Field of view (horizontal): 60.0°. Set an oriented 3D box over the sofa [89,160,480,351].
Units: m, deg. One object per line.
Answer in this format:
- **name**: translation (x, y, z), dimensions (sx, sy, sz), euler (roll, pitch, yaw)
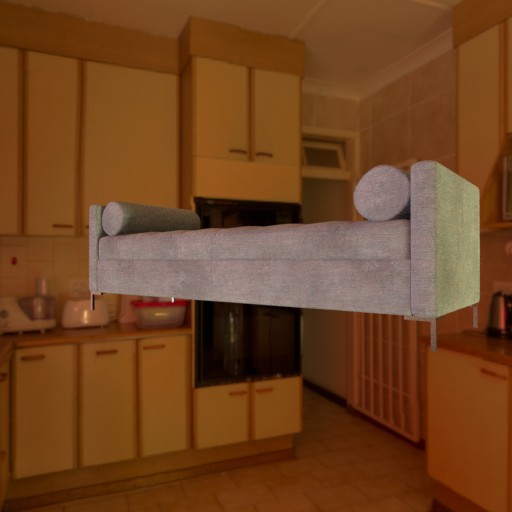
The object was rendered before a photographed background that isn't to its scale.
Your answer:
- **sofa**: translation (0.000, 0.000, 2.292), dimensions (1.981, 0.635, 0.686), euler (0, -1, 37)
